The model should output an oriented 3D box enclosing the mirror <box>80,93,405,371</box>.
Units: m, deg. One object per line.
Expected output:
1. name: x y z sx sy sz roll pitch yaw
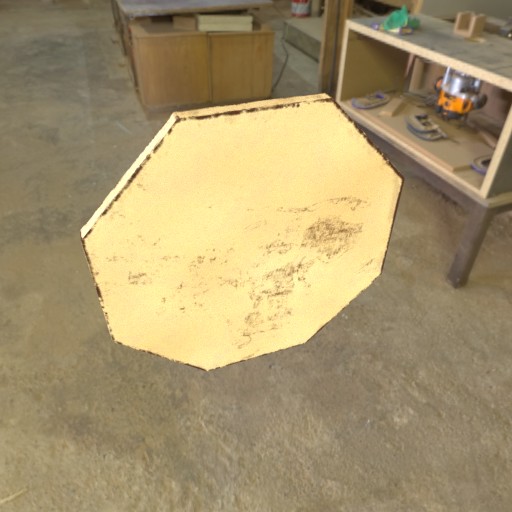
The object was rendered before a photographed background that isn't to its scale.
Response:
1. mirror: 0.000 0.000 0.938 0.648 0.648 0.031 -13 41 -15
